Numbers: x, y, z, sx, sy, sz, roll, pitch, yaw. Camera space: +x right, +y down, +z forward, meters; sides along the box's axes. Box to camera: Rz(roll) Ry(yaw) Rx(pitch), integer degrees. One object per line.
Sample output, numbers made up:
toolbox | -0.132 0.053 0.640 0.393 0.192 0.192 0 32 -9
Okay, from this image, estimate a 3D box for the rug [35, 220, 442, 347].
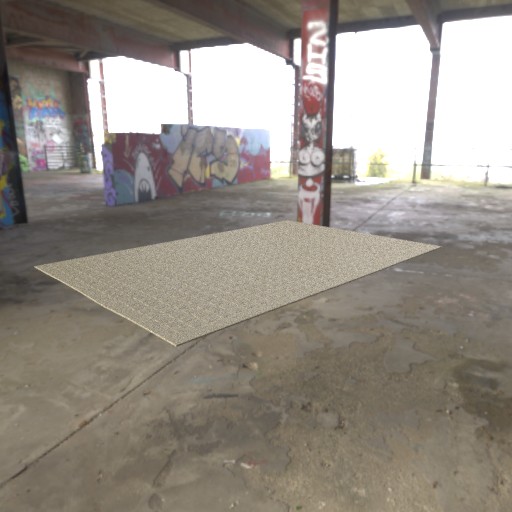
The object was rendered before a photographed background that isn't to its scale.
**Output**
rug | 0.000 0.000 2.243 1.747 0.006 1.143 -14 20 -42
